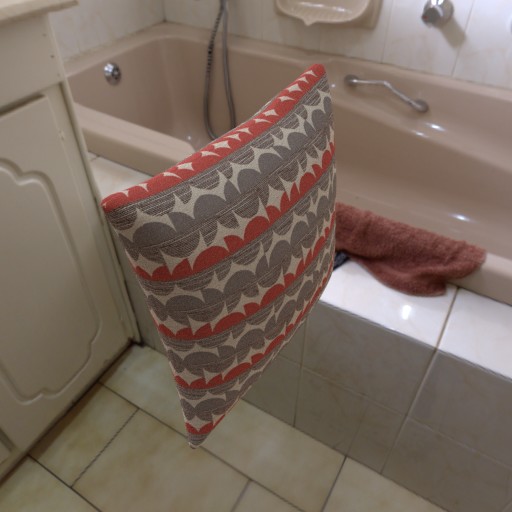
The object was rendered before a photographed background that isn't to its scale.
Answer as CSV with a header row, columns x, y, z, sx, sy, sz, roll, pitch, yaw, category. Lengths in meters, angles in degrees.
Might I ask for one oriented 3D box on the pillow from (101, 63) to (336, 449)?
x,y,z,sx,sy,sz,roll,pitch,yaw,category
0.000,0.000,0.635,0.180,0.410,0.420,24,48,24,pillow
